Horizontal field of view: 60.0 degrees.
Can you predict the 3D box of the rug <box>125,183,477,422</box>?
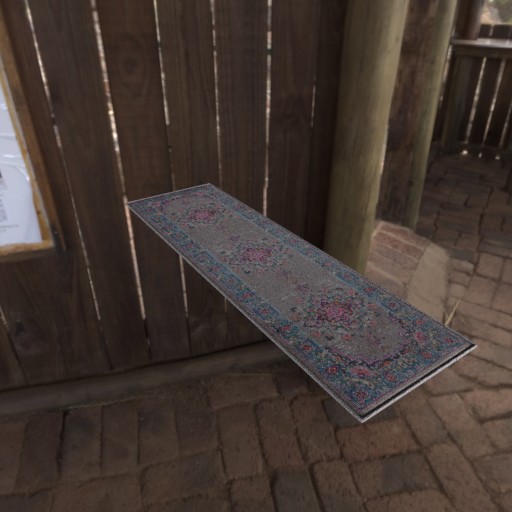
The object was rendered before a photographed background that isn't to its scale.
[{"bbox_3d":[0.000,0.000,1.999,0.553,0.012,1.827,-19,35,-29],"label":"rug"}]
